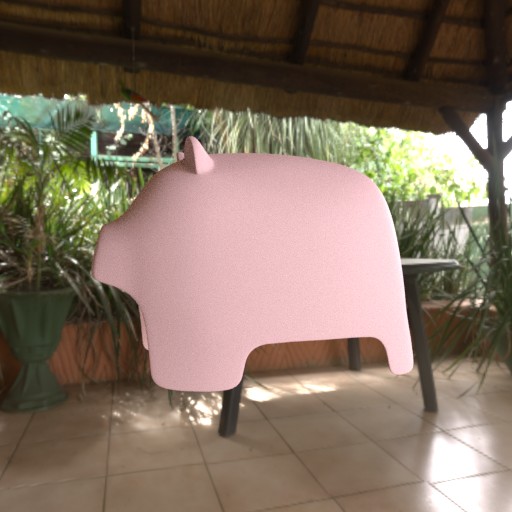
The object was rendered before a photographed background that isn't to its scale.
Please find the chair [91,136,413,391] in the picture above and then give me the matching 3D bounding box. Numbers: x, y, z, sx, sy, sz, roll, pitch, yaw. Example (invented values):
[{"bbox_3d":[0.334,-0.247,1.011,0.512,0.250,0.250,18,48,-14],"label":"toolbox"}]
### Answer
[{"bbox_3d":[0.000,0.000,0.889,0.619,0.423,0.364,0,2,-17],"label":"chair"}]
